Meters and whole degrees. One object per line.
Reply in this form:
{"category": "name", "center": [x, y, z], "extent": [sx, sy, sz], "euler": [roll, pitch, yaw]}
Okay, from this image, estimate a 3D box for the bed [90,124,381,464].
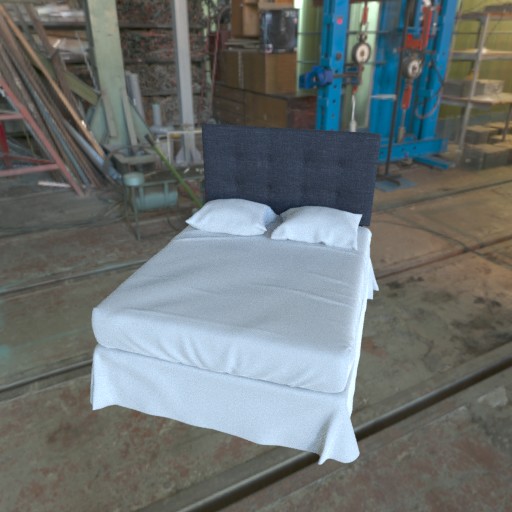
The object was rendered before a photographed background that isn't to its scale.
{"category": "bed", "center": [0.000, 0.000, 3.438], "extent": [1.936, 1.577, 2.222], "euler": [8, 28, 15]}
